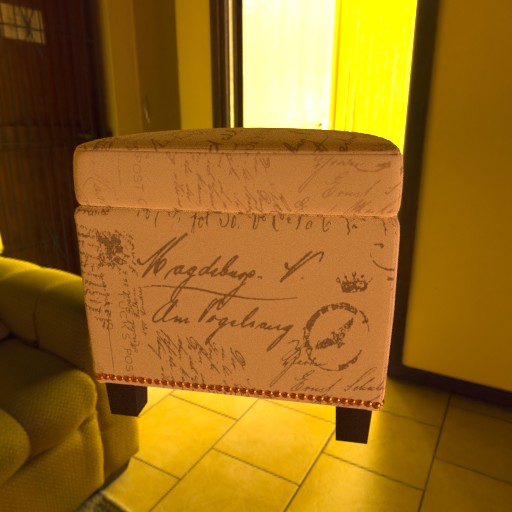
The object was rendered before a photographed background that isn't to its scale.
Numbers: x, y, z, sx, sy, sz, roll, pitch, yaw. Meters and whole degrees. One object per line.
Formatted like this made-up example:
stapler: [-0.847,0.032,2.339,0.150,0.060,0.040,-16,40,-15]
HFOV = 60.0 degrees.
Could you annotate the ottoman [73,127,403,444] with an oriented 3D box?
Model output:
ottoman: [0.000,0.000,0.820,0.450,0.457,0.449,3,17,10]
